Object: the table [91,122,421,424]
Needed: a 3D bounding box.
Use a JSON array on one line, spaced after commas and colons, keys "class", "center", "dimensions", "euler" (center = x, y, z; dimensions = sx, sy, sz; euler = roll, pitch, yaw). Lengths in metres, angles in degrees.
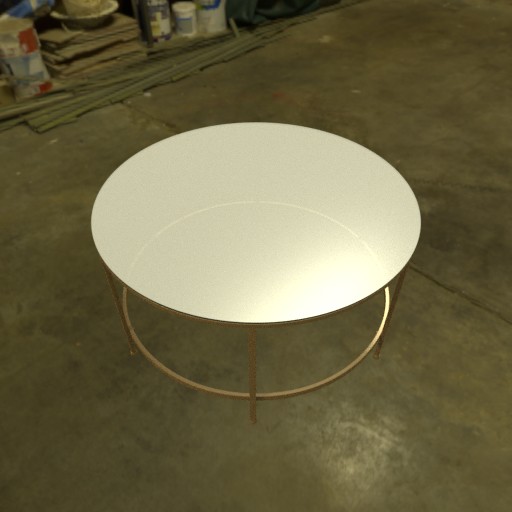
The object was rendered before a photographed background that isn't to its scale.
[{"class": "table", "center": [0.000, 0.000, 1.435], "dimensions": [0.914, 0.470, 0.914], "euler": [0, 43, 0]}]
